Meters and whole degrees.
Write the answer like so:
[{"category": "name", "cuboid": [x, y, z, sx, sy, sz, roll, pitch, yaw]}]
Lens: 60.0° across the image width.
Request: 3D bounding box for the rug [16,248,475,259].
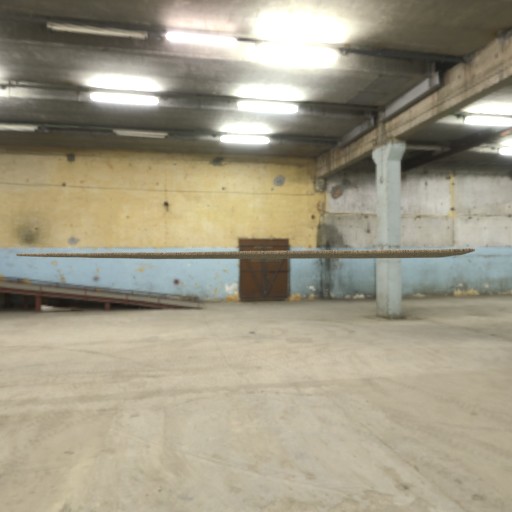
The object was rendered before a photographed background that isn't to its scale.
[{"category": "rug", "cuboid": [0.000, 0.000, 2.248, 1.822, 0.018, 1.211, 0, -1, 17]}]
